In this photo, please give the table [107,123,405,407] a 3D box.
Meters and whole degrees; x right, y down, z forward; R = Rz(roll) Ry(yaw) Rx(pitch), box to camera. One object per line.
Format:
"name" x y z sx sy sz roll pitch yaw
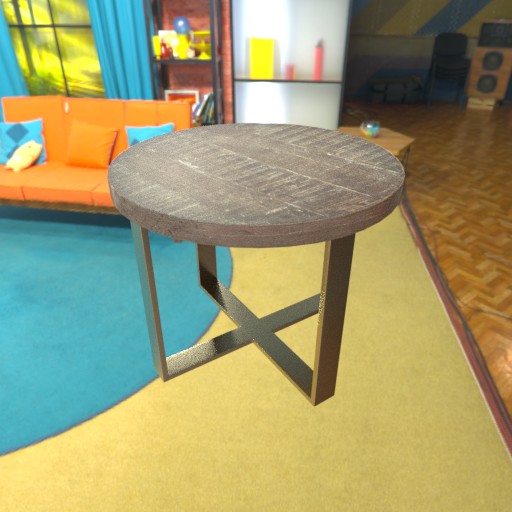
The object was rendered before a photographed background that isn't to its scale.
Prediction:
"table" 0.000 0.000 0.975 0.557 0.437 0.557 0 31 0
